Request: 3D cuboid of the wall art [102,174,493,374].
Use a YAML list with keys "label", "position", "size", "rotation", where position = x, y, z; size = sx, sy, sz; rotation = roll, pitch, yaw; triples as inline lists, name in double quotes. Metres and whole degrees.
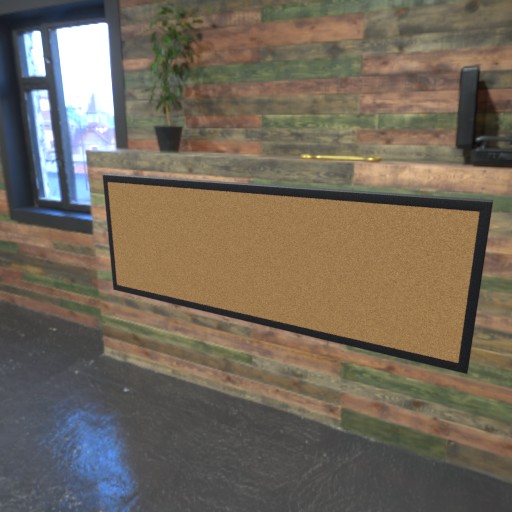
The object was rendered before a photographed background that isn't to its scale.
- label: "wall art"
  position: [0.000, 0.000, 1.728]
  size: [1.572, 0.554, 0.041]
  rotation: [9, 18, 28]
